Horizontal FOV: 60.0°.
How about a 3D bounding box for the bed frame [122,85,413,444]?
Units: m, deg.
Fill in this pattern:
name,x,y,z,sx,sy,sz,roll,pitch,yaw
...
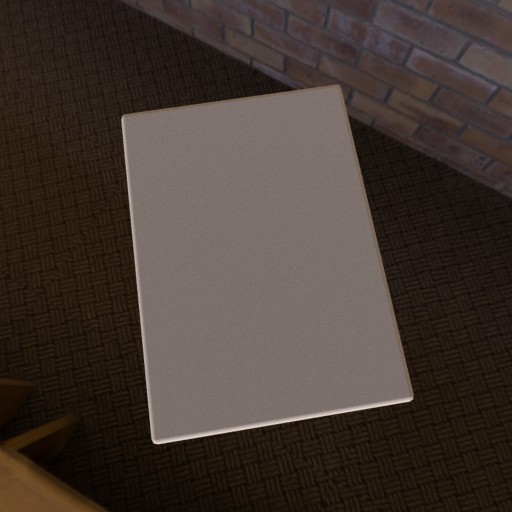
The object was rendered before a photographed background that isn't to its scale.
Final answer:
name,x,y,z,sx,sy,sz,roll,pitch,yaw
bed frame,0.000,0.000,3.744,2.205,0.680,2.842,-2,76,0
